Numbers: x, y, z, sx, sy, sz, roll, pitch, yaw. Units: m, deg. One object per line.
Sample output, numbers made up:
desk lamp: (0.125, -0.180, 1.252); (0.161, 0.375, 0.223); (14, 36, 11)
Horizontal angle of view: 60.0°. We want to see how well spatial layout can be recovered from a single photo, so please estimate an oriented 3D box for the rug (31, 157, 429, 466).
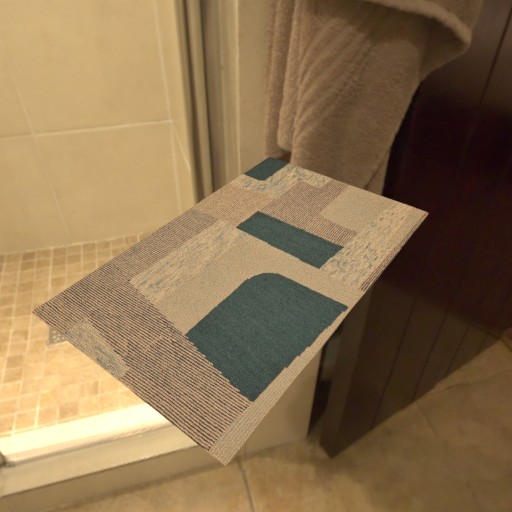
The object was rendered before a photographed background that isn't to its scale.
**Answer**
rug: (0.000, 0.000, 3.032); (1.521, 0.015, 2.436); (26, 47, 27)
